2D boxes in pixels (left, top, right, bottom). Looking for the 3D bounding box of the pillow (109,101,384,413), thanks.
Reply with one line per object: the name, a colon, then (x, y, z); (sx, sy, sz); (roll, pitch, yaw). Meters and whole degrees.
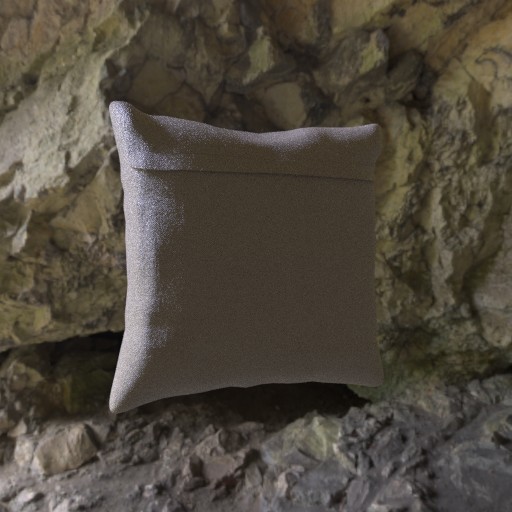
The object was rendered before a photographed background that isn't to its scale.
pillow: (0.000, 0.000, 0.770); (0.484, 0.490, 0.234); (0, 0, -17)
